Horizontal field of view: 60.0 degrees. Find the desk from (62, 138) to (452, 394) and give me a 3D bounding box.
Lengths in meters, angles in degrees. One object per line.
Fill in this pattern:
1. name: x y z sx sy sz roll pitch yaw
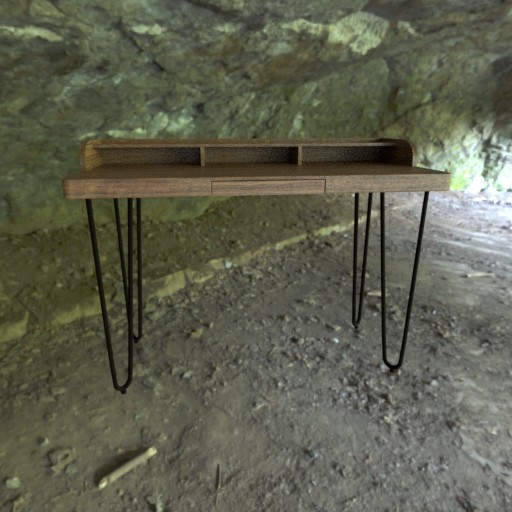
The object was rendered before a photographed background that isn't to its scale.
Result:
1. desk: 0.000 0.000 1.691 1.200 0.854 0.565 -2 16 -8
